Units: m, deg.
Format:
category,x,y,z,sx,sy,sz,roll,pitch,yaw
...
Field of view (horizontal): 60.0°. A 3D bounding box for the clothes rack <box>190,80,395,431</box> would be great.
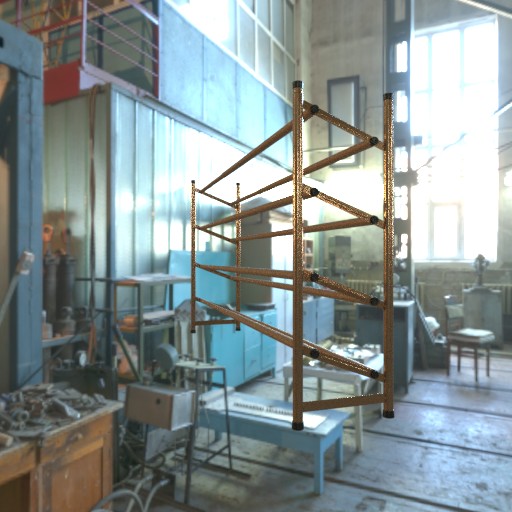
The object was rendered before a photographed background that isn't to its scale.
category,x,y,z,sx,sy,sz,roll,pitch,yaw
clothes rack,0.000,0.000,1.434,0.229,0.672,1.168,0,0,-18
